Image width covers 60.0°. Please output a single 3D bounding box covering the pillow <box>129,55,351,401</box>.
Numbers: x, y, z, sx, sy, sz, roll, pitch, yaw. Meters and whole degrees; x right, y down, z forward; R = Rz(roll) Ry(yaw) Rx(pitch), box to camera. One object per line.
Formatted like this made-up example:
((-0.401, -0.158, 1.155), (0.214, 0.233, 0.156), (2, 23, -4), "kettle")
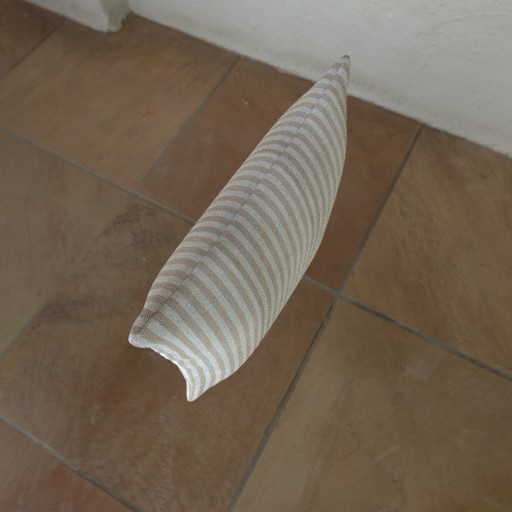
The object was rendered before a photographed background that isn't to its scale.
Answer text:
((0.000, 0.000, 0.798), (0.166, 0.510, 0.523), (29, 68, 13), "pillow")
